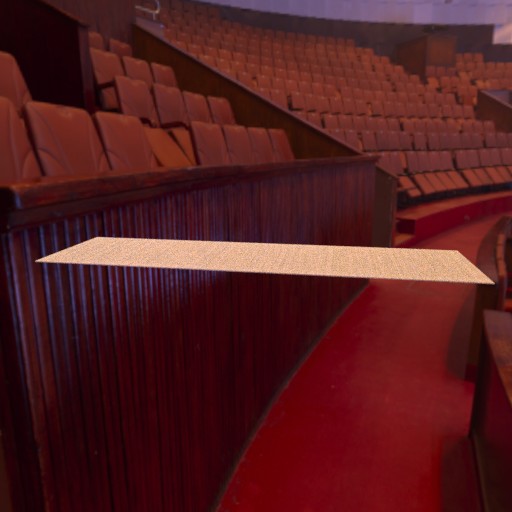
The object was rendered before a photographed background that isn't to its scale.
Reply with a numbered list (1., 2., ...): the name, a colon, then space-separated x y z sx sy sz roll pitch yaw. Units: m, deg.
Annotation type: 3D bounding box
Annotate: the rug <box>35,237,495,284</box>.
1. rug: 0.000 0.000 2.651 2.437 0.006 0.686 2 14 10
